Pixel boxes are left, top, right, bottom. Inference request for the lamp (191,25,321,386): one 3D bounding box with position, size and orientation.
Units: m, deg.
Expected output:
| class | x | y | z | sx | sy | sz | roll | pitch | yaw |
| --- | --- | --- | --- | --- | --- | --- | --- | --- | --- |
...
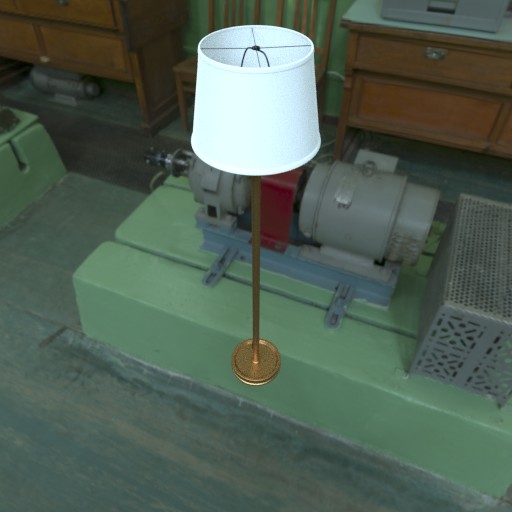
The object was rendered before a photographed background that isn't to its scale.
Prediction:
| class | x | y | z | sx | sy | sz | roll | pitch | yaw |
| --- | --- | --- | --- | --- | --- | --- | --- | --- | --- |
| lamp | 0.000 | 0.000 | 0.778 | 0.178 | 0.710 | 0.178 | 0 | 45 | 0 |
